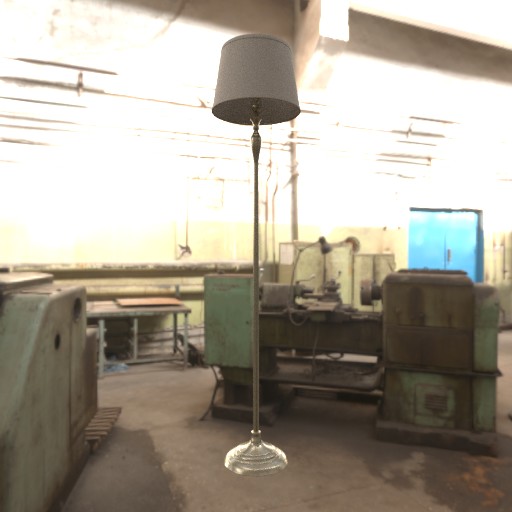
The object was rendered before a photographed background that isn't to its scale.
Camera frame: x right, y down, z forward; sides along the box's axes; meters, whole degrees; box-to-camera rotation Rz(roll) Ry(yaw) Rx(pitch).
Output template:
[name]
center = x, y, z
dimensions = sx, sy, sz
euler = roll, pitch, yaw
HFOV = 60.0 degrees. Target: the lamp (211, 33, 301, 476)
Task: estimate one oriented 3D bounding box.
[lamp]
center = 0.000, 0.000, 1.629
dimensions = 0.327, 1.506, 0.327
euler = 0, 0, -20
